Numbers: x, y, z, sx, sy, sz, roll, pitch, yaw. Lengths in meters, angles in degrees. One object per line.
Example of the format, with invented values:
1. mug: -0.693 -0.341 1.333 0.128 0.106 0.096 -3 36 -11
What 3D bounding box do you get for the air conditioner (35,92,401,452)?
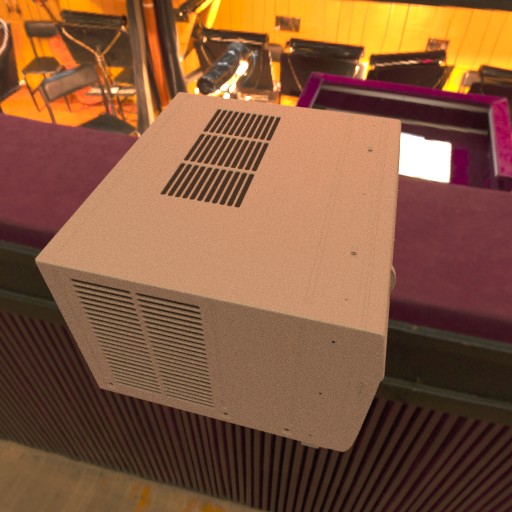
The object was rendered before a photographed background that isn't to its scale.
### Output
1. air conditioner: 0.000 0.000 1.062 0.599 0.455 0.645 11 46 10
